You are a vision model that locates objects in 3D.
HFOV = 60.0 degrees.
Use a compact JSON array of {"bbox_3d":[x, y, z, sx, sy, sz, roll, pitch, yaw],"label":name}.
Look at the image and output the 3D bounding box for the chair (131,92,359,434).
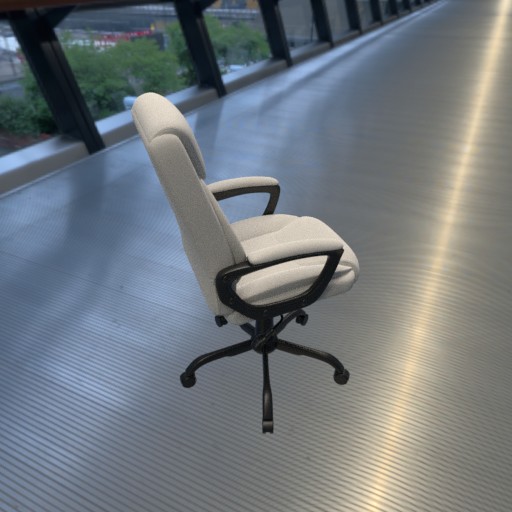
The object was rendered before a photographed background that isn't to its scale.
[{"bbox_3d":[0.000,0.000,1.529,0.669,1.065,0.663,-11,33,-16],"label":"chair"}]
